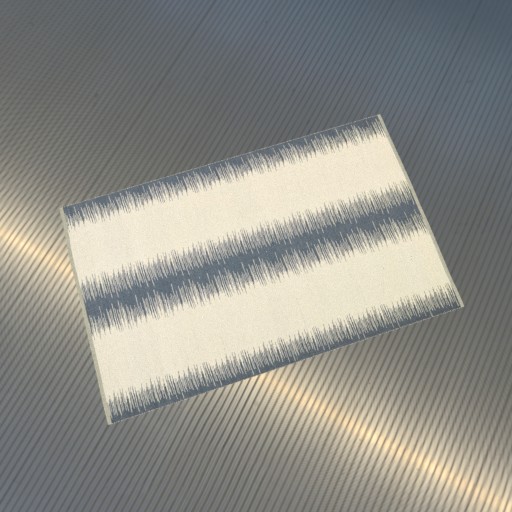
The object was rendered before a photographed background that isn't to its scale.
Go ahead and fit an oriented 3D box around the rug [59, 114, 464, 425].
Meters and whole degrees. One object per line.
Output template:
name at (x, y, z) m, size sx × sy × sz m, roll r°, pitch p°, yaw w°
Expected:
rug at (0.000, 0.000, 3.054) m, size 2.453 × 0.003 × 1.519 m, roll -17°, pitch 76°, yaw -4°
